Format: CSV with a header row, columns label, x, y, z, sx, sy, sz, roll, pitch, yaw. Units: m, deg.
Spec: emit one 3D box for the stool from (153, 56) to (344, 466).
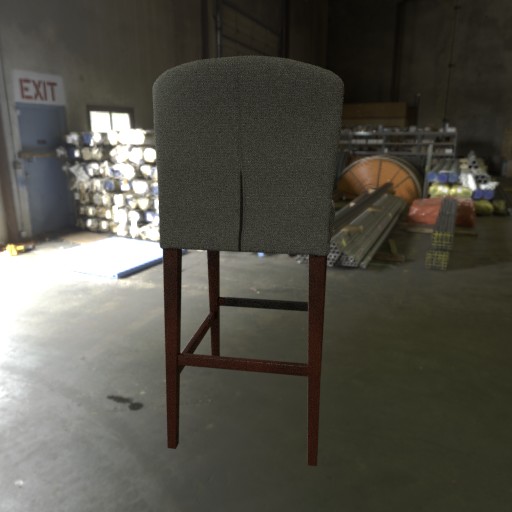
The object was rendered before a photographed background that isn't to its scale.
label,x,y,z,sx,sy,sz,roll,pitch,yaw
stool,0.000,0.000,1.382,0.486,1.069,0.568,3,16,9
